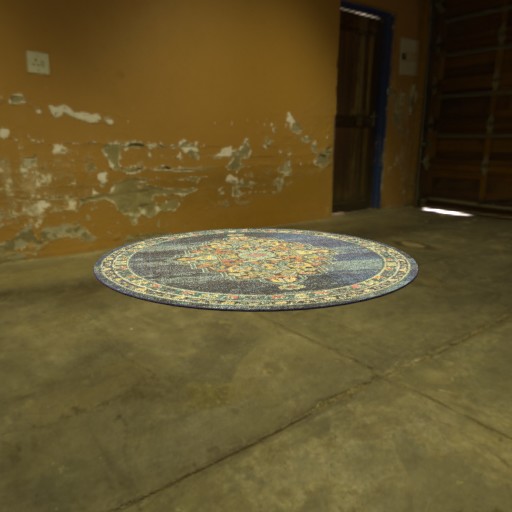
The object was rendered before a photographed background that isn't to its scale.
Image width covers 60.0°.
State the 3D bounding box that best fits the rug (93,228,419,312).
[{"bbox_3d":[0.000,0.000,2.300,1.591,0.010,1.591,0,14,0],"label":"rug"}]
